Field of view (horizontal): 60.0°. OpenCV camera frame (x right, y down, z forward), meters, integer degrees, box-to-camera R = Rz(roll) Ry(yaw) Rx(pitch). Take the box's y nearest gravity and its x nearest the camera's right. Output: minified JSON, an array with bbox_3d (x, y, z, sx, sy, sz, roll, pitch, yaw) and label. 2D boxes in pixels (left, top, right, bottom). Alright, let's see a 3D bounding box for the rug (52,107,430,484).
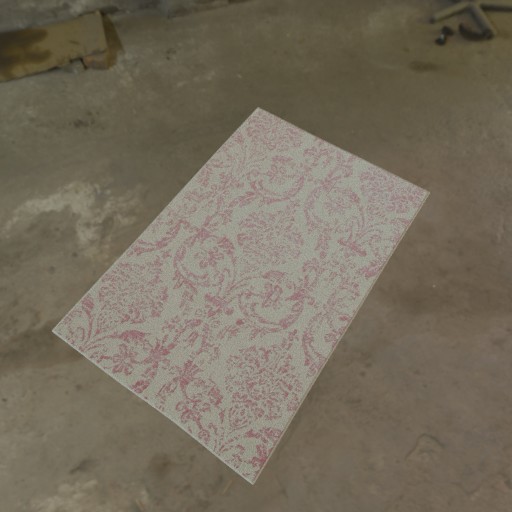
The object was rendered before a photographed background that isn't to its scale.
[{"bbox_3d":[0.000,0.000,2.402,1.219,0.012,1.839,31,67,15],"label":"rug"}]
